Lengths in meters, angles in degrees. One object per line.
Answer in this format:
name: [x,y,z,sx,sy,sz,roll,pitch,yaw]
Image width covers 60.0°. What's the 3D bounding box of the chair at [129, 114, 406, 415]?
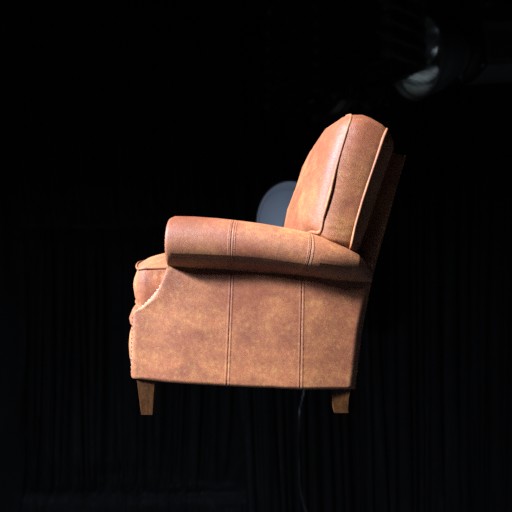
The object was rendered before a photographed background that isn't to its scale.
chair: [0.000,0.000,1.799,0.986,1.018,0.936,0,2,0]
